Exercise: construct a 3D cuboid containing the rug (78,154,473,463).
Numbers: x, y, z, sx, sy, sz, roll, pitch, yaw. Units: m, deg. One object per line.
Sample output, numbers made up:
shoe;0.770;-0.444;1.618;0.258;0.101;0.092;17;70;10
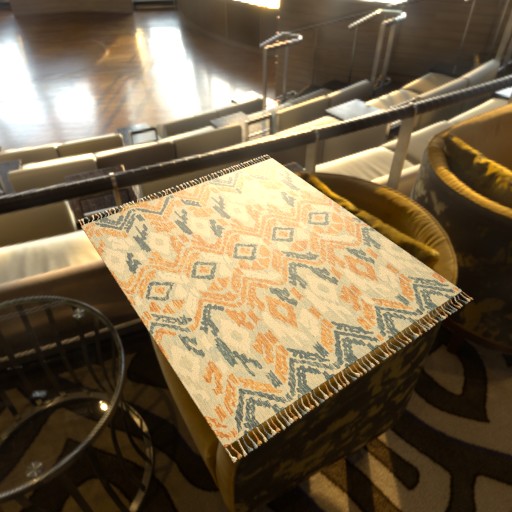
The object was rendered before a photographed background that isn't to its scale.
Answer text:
rug;0.000;0.000;4.213;2.439;0.010;3.048;-25;47;-25
